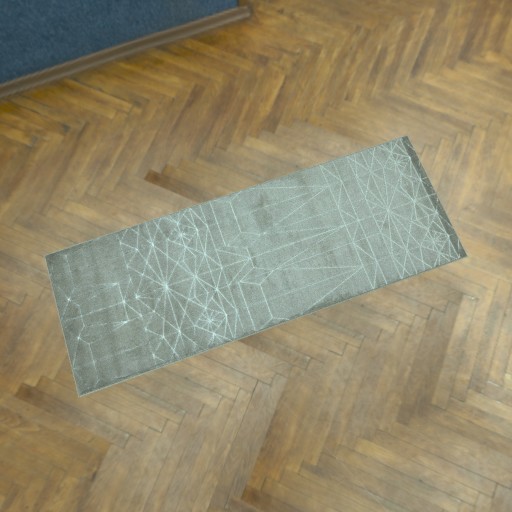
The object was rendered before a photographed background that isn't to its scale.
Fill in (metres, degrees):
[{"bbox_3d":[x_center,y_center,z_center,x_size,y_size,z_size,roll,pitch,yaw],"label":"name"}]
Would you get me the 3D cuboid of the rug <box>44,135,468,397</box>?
[{"bbox_3d":[0.000,0.000,2.657,2.388,0.012,0.864,-19,76,-5],"label":"rug"}]
